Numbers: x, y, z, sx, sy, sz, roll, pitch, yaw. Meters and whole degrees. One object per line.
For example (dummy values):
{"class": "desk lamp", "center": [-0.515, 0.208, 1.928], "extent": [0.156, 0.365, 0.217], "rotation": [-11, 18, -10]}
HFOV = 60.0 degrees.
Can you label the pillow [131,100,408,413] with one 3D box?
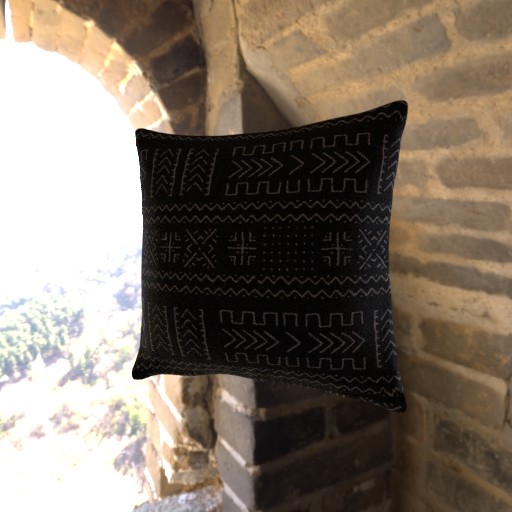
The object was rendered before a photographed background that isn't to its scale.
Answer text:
{"class": "pillow", "center": [0.000, 0.000, 0.676], "extent": [0.438, 0.430, 0.164], "rotation": [0, 1, 18]}
